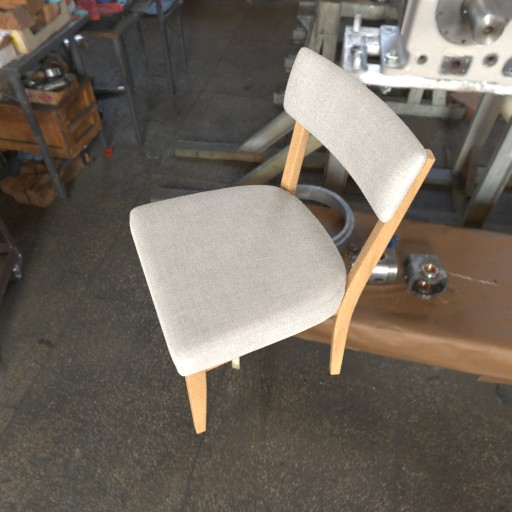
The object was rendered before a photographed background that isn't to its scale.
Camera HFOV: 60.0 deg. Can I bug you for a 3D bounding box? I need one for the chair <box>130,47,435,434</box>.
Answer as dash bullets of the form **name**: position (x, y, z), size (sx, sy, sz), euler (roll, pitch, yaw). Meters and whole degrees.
- **chair**: position (0.000, 0.000, 1.169), size (0.572, 0.832, 0.508), euler (-17, 50, -15)
